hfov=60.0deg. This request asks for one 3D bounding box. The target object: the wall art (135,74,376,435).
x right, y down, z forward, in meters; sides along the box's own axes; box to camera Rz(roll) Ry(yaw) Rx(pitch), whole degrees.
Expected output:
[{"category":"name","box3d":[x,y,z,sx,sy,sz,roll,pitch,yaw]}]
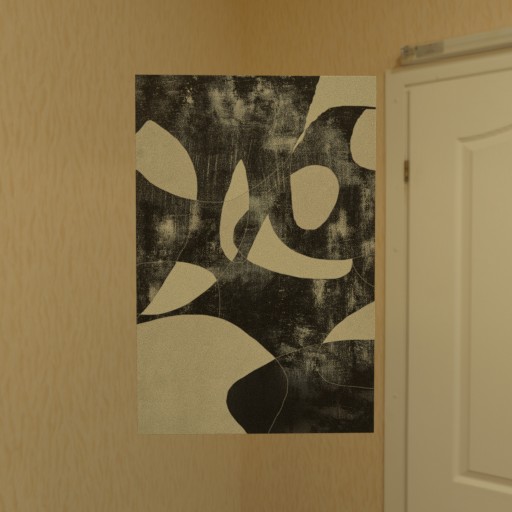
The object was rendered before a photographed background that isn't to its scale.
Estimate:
[{"category":"wall art","box3d":[0.000,0.000,1.150,0.610,0.915,0.041,0,1,-1]}]
